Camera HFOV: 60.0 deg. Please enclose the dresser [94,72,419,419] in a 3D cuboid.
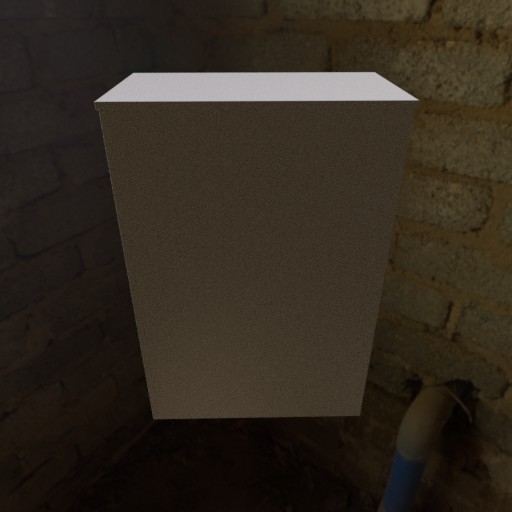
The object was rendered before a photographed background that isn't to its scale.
[{"bbox_3d":[0.000,0.000,1.392,0.704,1.021,0.401,-1,31,-1],"label":"dresser"}]
